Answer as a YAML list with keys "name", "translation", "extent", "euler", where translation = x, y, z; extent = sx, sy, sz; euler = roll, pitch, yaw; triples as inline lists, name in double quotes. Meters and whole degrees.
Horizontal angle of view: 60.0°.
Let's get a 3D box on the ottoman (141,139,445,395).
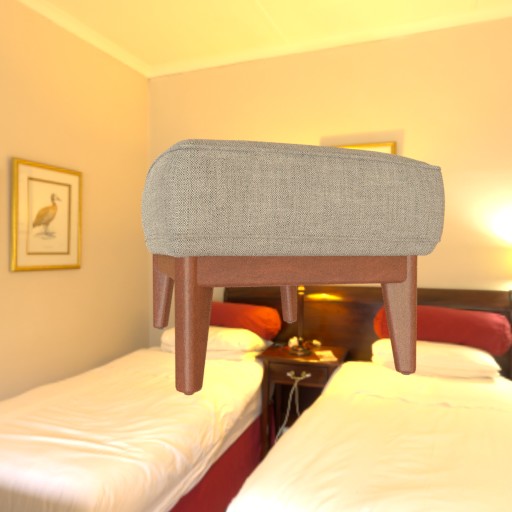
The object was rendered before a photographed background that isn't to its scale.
- name: "ottoman"
  translation: [0.000, 0.000, 1.115]
  extent: [0.555, 0.458, 0.750]
  euler: [0, 1, -16]
